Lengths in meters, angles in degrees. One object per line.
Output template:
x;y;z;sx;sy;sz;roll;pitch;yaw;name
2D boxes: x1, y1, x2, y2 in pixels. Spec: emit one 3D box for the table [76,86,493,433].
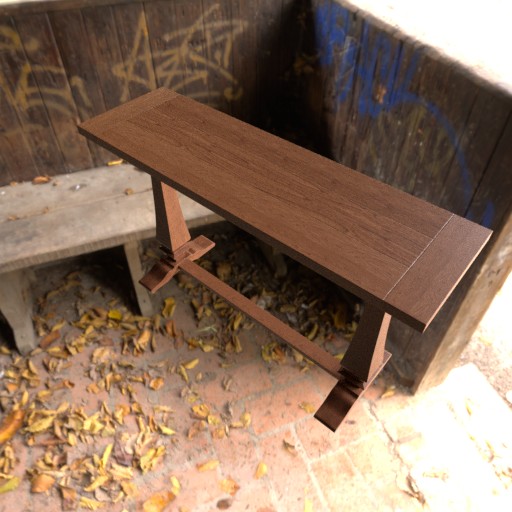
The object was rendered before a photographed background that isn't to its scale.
0.000;0.000;1.841;1.478;0.852;0.461;31;53;27;table
